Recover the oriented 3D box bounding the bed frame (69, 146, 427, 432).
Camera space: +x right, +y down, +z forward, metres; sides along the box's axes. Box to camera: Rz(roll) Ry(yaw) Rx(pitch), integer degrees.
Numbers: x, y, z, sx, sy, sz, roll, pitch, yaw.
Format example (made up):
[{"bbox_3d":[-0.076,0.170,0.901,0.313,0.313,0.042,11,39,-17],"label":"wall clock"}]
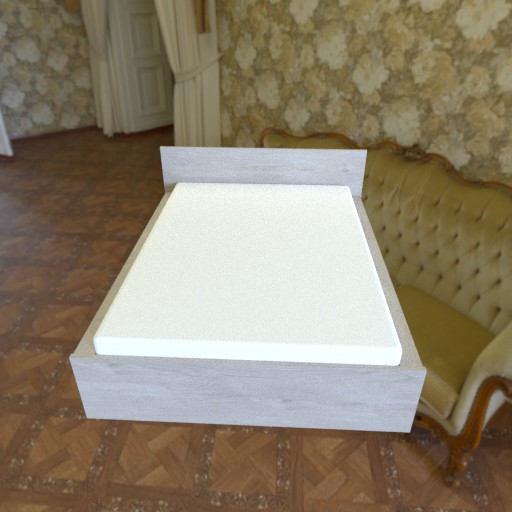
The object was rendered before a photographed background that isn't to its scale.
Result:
[{"bbox_3d":[0.000,0.000,2.853,1.622,0.800,1.960,2,31,3],"label":"bed frame"}]
